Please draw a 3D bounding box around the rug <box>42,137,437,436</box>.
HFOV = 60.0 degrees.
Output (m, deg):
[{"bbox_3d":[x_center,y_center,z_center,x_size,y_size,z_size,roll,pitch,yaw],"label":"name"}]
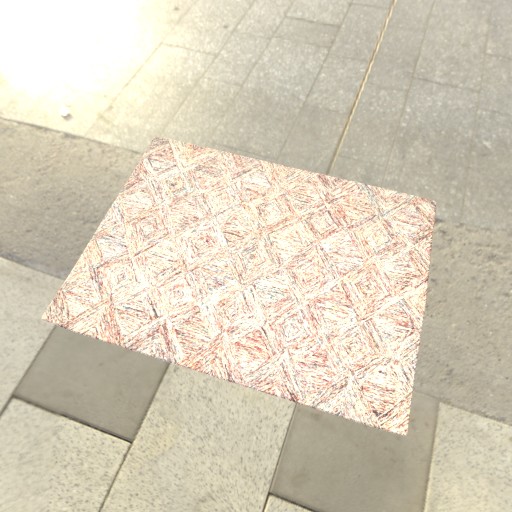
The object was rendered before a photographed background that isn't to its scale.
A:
[{"bbox_3d":[0.000,0.000,4.264,3.226,0.024,2.436,15,59,9],"label":"rug"}]
